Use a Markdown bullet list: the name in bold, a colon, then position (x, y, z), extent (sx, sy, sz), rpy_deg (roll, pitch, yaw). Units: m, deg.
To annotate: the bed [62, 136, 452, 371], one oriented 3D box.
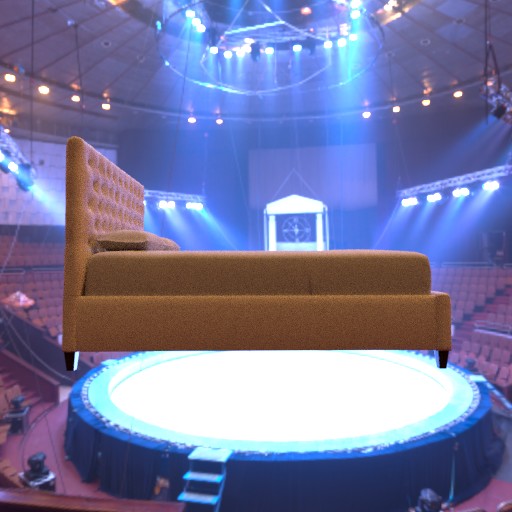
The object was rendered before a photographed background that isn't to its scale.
- **bed**: position (0.000, 0.000, 3.540), extent (2.387, 1.427, 1.698), rpy_deg (0, -1, -1)
